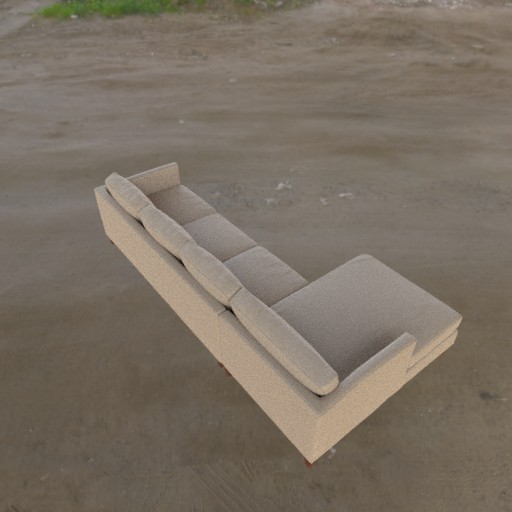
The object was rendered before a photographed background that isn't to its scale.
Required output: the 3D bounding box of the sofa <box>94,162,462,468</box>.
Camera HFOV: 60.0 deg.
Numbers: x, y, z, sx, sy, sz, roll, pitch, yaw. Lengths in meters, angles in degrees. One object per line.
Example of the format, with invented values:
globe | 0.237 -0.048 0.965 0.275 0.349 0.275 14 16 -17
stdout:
sofa | 0.000 0.000 3.998 1.625 0.846 3.186 -27 47 -29
